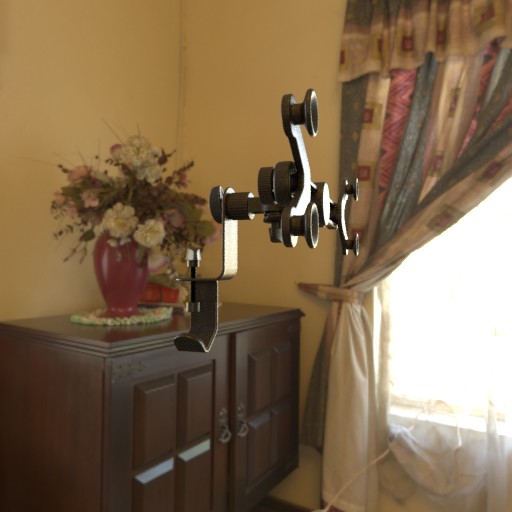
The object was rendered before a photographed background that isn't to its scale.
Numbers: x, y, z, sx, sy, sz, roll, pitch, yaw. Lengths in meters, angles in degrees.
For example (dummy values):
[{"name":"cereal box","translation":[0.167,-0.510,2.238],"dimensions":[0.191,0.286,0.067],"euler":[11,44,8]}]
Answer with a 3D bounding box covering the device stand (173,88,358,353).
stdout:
[{"name":"device stand","translation":[0.000,0.000,0.364],"dimensions":[0.142,0.166,0.270],"euler":[0,-1,18]}]
